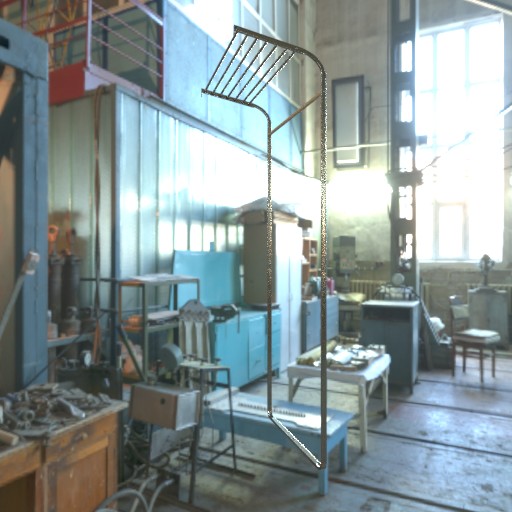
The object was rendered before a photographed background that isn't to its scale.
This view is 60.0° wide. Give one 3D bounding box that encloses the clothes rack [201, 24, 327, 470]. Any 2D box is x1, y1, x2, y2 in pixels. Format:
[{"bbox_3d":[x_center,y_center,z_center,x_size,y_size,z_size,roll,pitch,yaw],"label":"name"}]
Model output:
[{"bbox_3d":[0.000,0.000,1.844,0.349,1.574,0.609,0,0,-18],"label":"clothes rack"}]
